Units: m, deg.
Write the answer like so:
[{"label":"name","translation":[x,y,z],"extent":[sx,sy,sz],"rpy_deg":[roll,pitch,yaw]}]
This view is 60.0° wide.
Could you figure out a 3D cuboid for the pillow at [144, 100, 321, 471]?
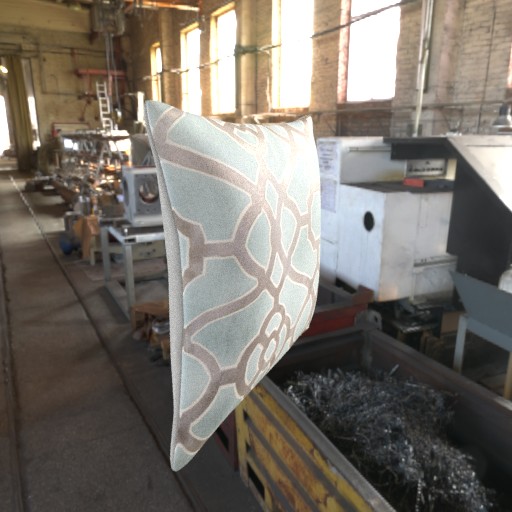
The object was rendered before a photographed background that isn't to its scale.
[{"label":"pillow","translation":[0.000,0.000,0.809],"extent":[0.166,0.508,0.552],"rpy_deg":[7,17,25]}]
